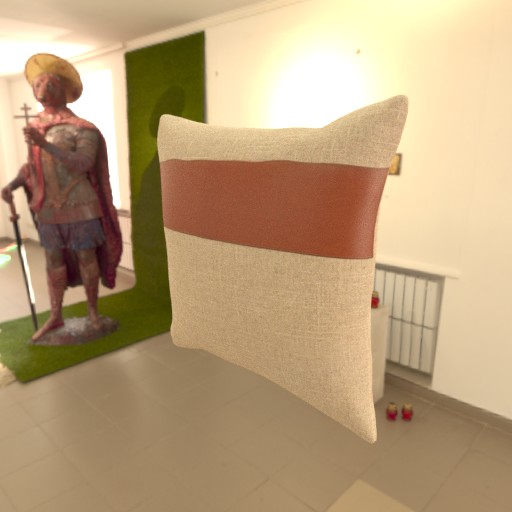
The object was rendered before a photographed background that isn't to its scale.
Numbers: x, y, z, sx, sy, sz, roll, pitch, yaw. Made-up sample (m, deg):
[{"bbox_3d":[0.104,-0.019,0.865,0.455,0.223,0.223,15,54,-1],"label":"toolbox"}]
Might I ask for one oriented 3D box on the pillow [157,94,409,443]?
[{"bbox_3d":[0.000,0.000,0.622,0.414,0.399,0.173,13,19,42],"label":"pillow"}]
